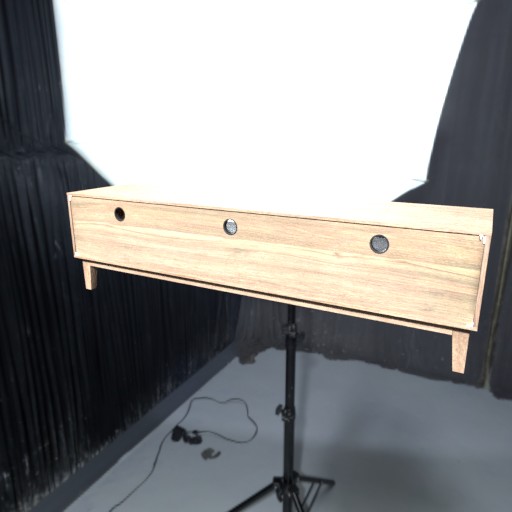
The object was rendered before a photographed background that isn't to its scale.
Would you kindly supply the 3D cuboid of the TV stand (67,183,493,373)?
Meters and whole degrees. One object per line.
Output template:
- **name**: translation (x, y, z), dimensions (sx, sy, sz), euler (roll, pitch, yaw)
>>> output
- **TV stand**: translation (0.000, 0.000, 1.616), dimensions (1.482, 0.409, 0.366), euler (8, 18, 27)
